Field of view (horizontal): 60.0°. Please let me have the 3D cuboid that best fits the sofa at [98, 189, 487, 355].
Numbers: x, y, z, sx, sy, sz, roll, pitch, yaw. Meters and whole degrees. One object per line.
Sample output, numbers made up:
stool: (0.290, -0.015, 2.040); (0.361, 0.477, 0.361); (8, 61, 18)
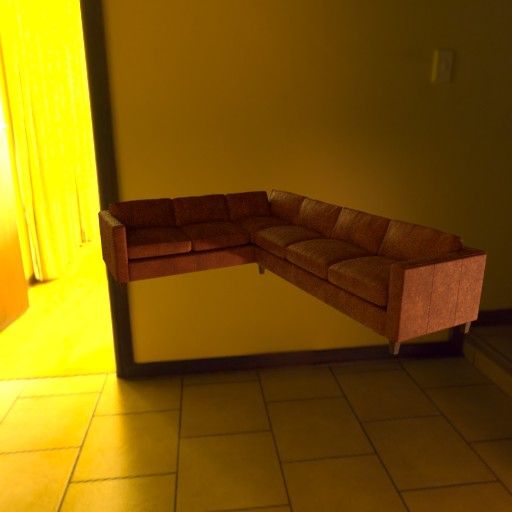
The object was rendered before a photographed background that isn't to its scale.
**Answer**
sofa: (0.000, 0.000, 4.318); (2.438, 0.838, 3.150); (-8, 18, -26)
